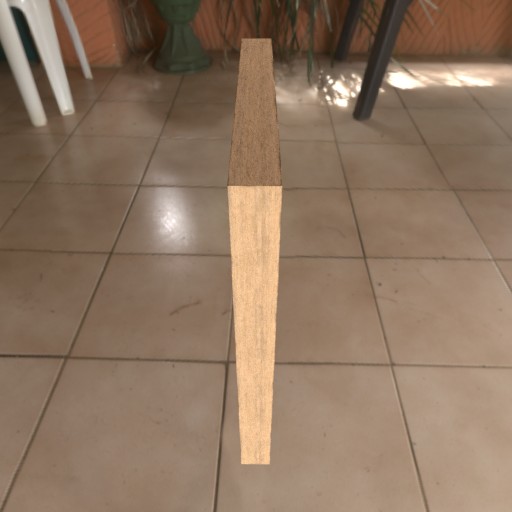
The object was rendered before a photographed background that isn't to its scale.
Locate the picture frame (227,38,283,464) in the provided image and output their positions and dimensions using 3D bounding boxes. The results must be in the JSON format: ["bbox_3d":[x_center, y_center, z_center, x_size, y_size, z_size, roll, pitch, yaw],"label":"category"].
[{"bbox_3d":[0.000,0.000,0.701,0.046,0.526,0.421,0,41,0],"label":"picture frame"}]
